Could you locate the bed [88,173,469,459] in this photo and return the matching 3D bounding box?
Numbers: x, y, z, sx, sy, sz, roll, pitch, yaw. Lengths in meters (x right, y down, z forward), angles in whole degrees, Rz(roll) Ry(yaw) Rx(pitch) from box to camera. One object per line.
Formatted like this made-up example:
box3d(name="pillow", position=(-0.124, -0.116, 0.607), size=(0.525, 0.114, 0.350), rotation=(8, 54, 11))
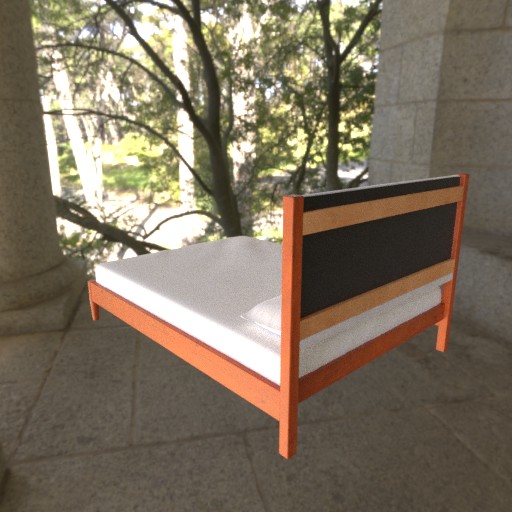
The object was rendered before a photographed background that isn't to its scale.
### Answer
box3d(name="bed", position=(0.000, 0.000, 3.068), size=(1.566, 1.165, 2.117), rotation=(-13, 20, -41))
